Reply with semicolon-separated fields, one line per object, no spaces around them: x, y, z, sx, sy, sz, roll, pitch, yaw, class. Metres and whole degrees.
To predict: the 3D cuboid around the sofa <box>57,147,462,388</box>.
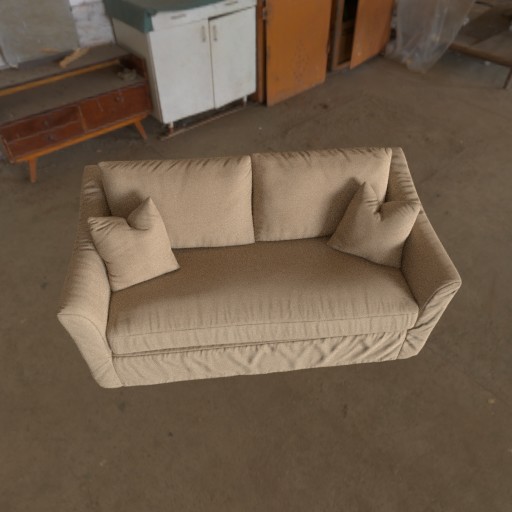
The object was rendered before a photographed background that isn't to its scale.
0.000;0.000;2.648;2.010;1.018;1.072;-4;45;-4;sofa
